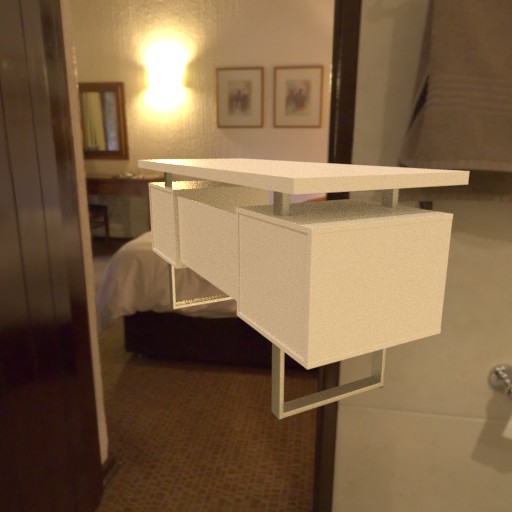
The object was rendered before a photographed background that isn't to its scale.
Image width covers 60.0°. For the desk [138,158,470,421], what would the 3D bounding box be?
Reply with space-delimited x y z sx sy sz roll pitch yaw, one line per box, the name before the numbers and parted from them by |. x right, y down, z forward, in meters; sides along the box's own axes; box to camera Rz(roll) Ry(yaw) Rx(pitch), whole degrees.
desk | 0.000 0.000 1.901 0.603 0.773 1.530 -7 16 -27
